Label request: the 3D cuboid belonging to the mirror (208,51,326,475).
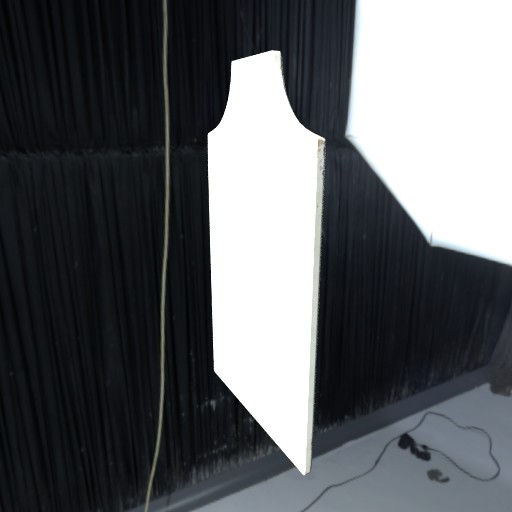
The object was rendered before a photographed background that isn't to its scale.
[{"bbox_3d":[0.000,0.000,0.869,0.022,0.717,0.403,-9,19,-27],"label":"mirror"}]
